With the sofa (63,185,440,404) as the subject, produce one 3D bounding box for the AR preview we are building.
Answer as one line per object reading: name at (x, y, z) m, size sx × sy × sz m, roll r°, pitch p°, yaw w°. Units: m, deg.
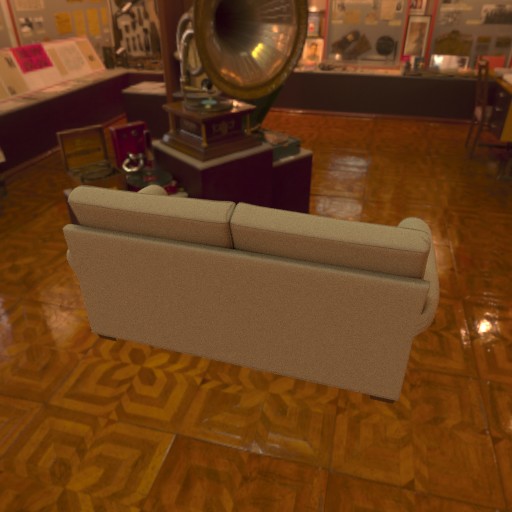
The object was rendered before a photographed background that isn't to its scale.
sofa at (0.000, 0.000, 2.527) m, size 1.930 × 0.952 × 0.940 m, roll 9°, pitch 33°, yaw 14°
